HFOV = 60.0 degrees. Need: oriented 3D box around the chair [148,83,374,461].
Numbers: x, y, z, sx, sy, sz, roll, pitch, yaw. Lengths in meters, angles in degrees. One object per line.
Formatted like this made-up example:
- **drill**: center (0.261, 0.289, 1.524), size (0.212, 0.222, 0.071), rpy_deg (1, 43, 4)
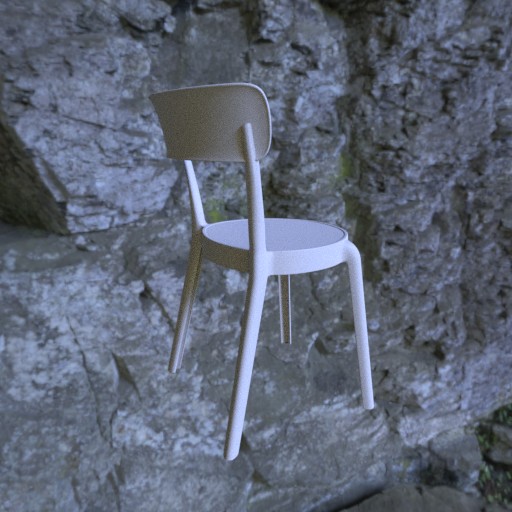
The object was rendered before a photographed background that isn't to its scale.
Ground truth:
- **chair**: center (0.000, 0.000, 1.158), size (0.491, 0.790, 0.506), rpy_deg (-8, 17, -26)
